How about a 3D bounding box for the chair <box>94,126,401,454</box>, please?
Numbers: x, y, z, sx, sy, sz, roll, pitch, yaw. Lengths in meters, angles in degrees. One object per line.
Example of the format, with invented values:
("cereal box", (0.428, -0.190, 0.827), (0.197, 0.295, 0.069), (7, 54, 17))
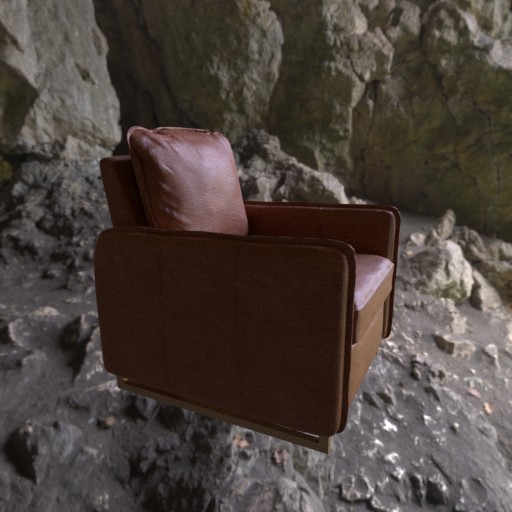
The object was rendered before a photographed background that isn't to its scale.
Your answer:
("chair", (0.000, 0.000, 1.643), (0.922, 0.922, 0.830), (7, 16, 25))
